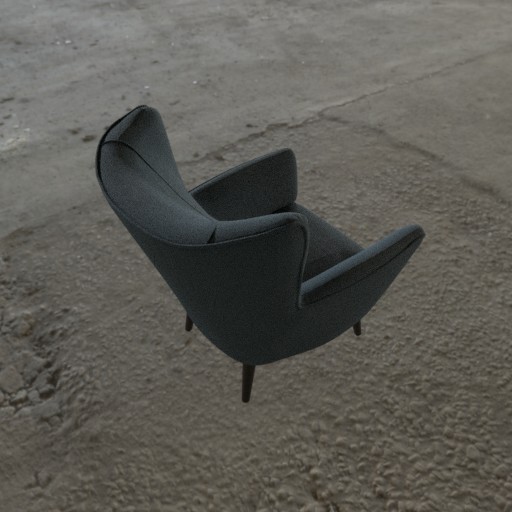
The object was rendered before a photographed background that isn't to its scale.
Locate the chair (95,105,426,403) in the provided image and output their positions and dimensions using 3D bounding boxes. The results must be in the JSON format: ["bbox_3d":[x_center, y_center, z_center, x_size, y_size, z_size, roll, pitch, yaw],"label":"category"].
[{"bbox_3d":[0.000,0.000,1.575,0.888,0.933,0.781,-26,48,-27],"label":"chair"}]
